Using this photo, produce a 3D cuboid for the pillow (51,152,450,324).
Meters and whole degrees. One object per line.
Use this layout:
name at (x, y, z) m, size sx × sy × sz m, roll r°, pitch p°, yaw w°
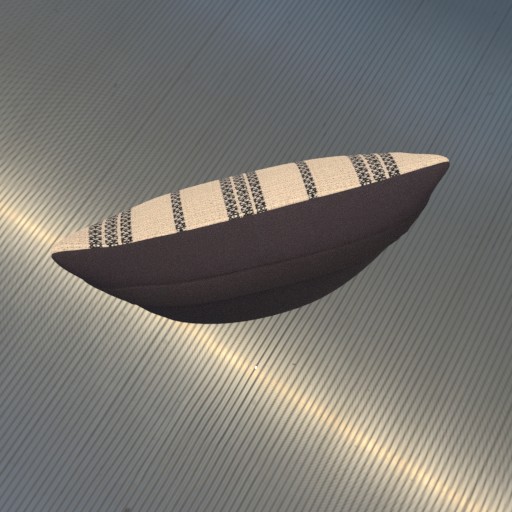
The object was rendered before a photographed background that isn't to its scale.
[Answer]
pillow at (0.000, 0.000, 0.624) m, size 0.405 × 0.406 × 0.173 m, roll -14°, pitch 76°, yaw -3°
